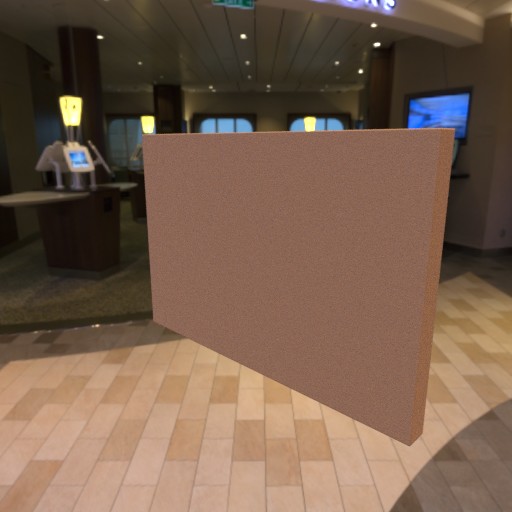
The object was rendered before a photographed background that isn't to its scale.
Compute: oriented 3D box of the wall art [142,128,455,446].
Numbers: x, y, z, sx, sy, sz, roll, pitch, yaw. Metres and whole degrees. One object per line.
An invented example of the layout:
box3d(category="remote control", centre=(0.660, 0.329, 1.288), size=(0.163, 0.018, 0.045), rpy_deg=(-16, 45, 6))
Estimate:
box3d(category="wall art", centre=(0.000, 0.000, 0.759), size=(0.609, 0.407, 0.039), rpy_deg=(14, 20, 43))
